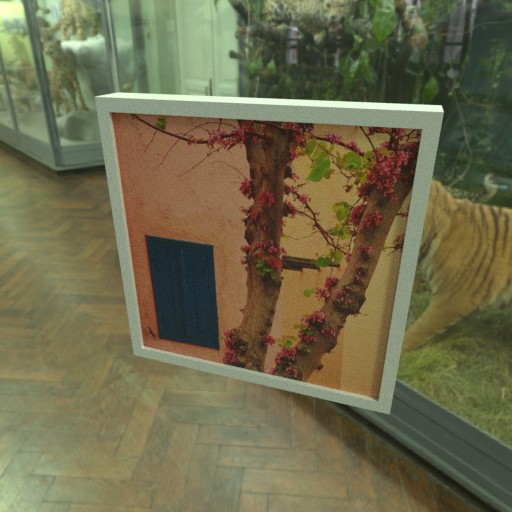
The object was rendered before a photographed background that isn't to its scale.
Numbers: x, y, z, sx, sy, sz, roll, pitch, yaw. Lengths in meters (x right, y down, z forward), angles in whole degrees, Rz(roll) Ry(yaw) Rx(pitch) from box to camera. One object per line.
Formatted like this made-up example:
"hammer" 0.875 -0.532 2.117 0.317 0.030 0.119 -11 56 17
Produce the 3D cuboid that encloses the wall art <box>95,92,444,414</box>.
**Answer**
"wall art" 0.000 0.000 0.453 0.305 0.302 0.038 8 27 17
